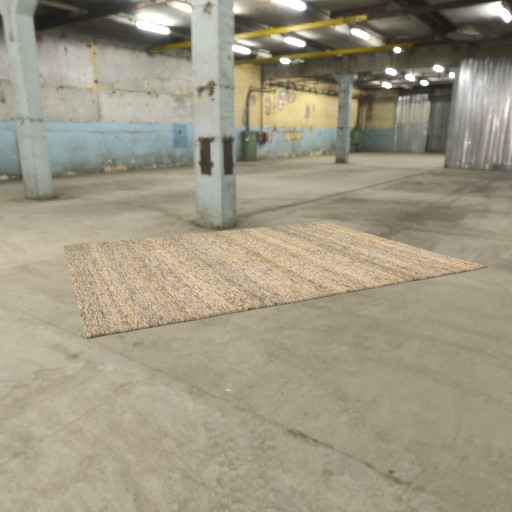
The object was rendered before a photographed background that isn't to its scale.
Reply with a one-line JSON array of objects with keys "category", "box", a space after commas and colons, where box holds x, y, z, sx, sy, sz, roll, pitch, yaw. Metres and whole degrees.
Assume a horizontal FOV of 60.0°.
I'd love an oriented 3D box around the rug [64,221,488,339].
[{"category": "rug", "box": [0.000, 0.000, 4.135, 3.199, 0.036, 2.414, -7, 16, -25]}]
